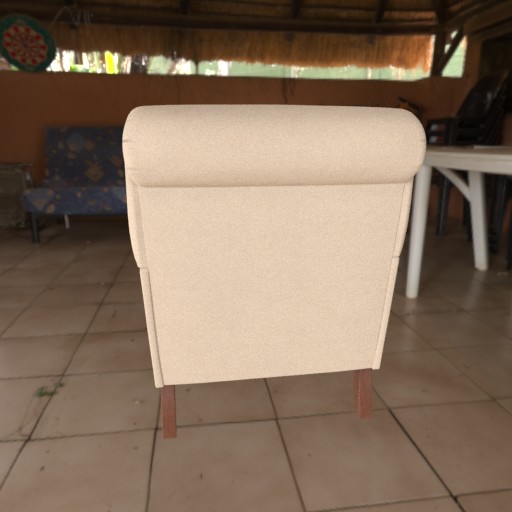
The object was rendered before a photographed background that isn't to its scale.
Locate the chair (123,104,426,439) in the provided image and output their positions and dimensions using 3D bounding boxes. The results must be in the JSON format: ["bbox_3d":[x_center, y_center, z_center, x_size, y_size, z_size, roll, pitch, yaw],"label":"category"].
[{"bbox_3d":[0.000,0.000,1.521,0.766,0.942,0.842,-2,15,-9],"label":"chair"}]
